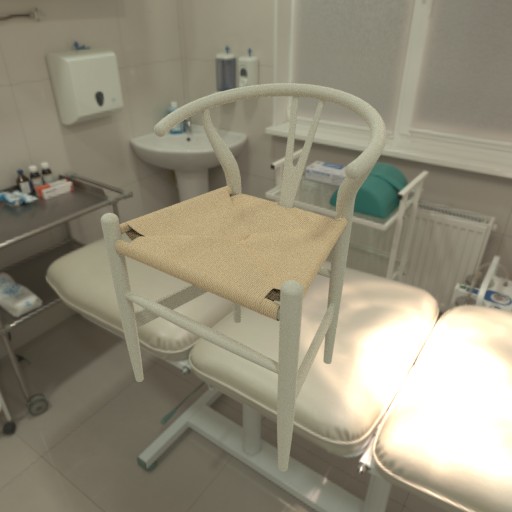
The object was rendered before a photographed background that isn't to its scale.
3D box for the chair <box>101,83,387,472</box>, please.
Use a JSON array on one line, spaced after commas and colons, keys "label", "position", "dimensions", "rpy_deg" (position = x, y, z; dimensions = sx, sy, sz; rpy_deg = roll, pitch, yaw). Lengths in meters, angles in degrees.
[{"label": "chair", "position": [0.000, 0.000, 1.098], "dimensions": [0.533, 0.736, 0.500], "rpy_deg": [20, 36, 29]}]
